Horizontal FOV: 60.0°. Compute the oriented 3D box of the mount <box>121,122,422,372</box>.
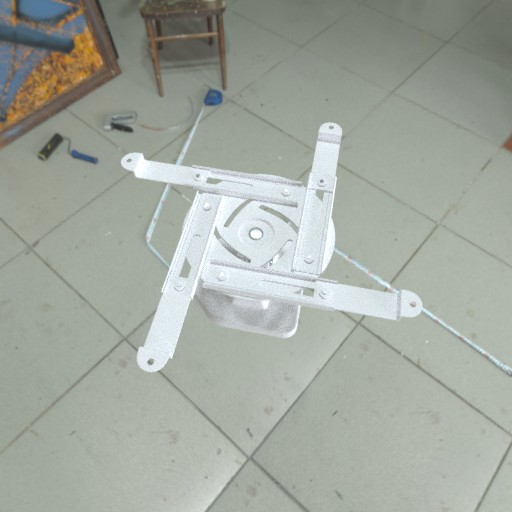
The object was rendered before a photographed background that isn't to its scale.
[{"bbox_3d":[0.000,0.000,0.593,0.394,0.141,0.394,10,59,6],"label":"mount"}]
